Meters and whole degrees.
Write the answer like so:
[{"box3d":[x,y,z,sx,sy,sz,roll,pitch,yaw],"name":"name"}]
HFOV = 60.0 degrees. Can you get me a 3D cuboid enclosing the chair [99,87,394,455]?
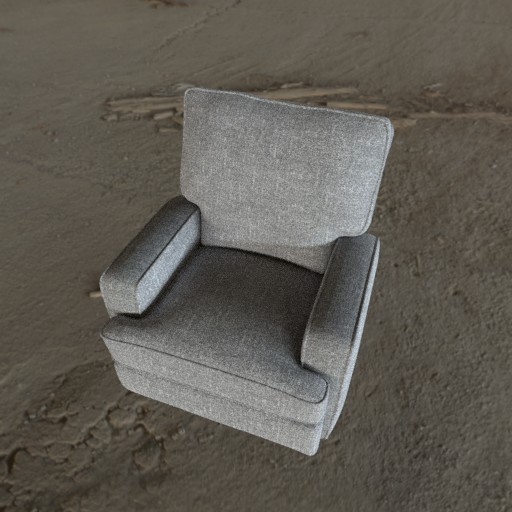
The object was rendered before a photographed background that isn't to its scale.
[{"box3d":[0.000,0.000,1.633,0.861,0.962,0.964,14,44,14],"name":"chair"}]
